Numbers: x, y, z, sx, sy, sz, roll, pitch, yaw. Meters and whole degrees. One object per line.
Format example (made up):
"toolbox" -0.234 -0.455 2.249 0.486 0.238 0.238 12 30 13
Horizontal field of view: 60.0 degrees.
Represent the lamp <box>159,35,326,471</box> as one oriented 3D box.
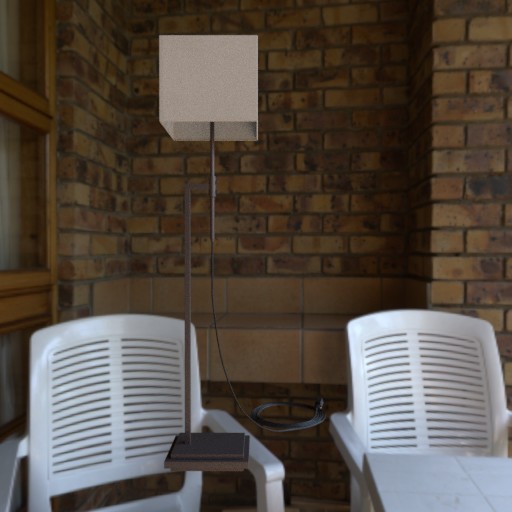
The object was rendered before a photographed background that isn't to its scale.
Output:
"lamp" 0.000 0.000 1.992 0.698 1.600 0.774 0 1 0
